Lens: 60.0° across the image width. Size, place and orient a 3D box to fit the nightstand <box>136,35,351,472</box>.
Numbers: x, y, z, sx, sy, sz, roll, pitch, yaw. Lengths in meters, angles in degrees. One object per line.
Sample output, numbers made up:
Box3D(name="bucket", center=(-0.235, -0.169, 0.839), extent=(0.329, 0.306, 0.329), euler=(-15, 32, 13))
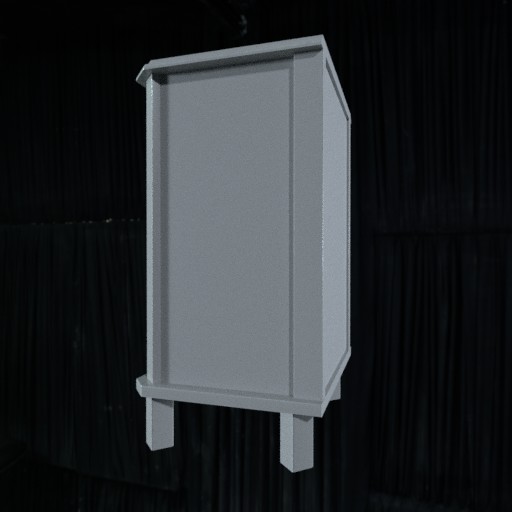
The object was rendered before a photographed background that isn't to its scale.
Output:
Box3D(name="nightstand", center=(0.000, 0.000, 0.928), extent=(0.348, 0.680, 0.435), euler=(0, 1, 18))
